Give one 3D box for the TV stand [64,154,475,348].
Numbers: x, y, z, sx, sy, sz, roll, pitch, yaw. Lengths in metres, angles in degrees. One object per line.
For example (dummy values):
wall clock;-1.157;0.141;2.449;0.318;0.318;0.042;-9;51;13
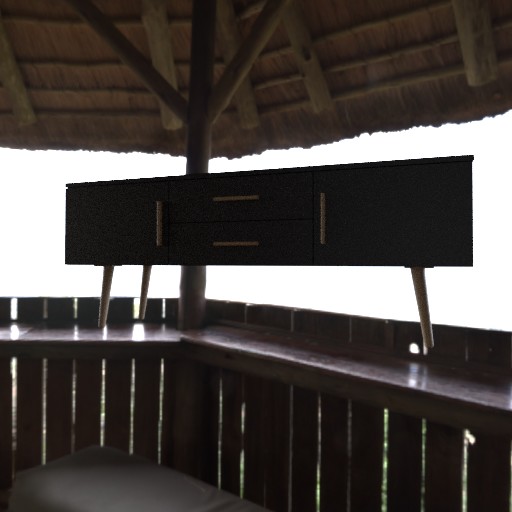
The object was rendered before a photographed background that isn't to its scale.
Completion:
TV stand;0.000;0.000;1.519;1.312;0.518;0.390;0;-1;19
